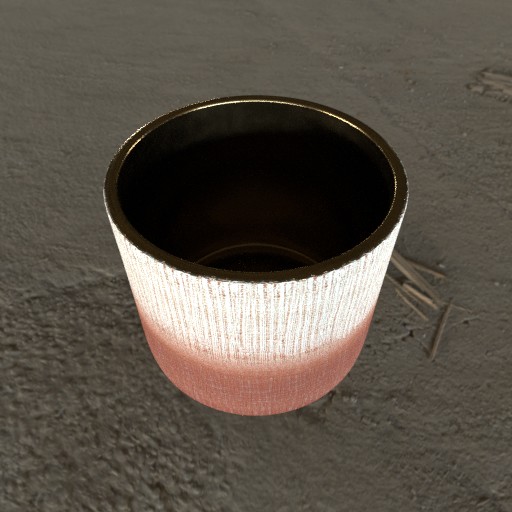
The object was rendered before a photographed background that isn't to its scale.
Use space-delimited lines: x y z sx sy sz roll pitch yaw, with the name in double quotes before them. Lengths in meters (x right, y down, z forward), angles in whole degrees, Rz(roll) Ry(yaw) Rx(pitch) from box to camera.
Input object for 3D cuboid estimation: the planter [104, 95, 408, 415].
"planter" 0.000 0.000 0.451 0.254 0.221 0.254 0 48 0
